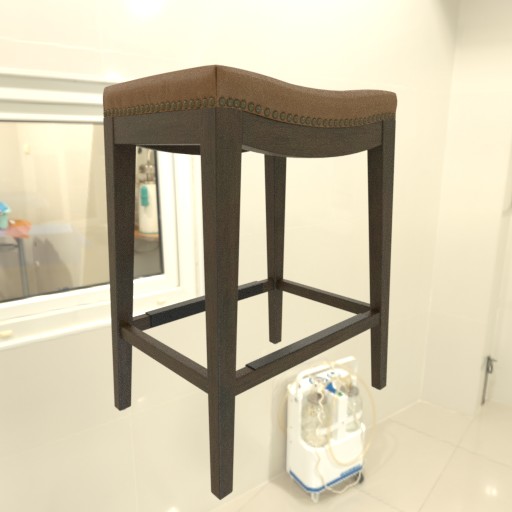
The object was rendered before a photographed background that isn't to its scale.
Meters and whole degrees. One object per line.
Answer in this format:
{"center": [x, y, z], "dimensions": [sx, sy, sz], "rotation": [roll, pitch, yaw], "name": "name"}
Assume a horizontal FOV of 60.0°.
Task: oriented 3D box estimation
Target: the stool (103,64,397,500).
{"center": [0.000, 0.000, 0.918], "dimensions": [0.500, 0.660, 0.361], "rotation": [-13, 19, -42], "name": "stool"}
